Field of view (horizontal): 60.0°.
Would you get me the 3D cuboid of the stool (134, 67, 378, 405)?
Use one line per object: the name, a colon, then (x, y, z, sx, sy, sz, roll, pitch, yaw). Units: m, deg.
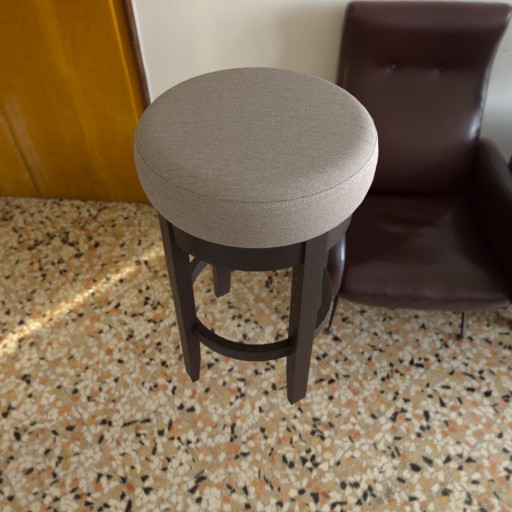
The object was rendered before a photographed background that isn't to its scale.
stool: (0.000, 0.000, 1.048, 0.443, 0.757, 0.443, 0, 48, 0)
